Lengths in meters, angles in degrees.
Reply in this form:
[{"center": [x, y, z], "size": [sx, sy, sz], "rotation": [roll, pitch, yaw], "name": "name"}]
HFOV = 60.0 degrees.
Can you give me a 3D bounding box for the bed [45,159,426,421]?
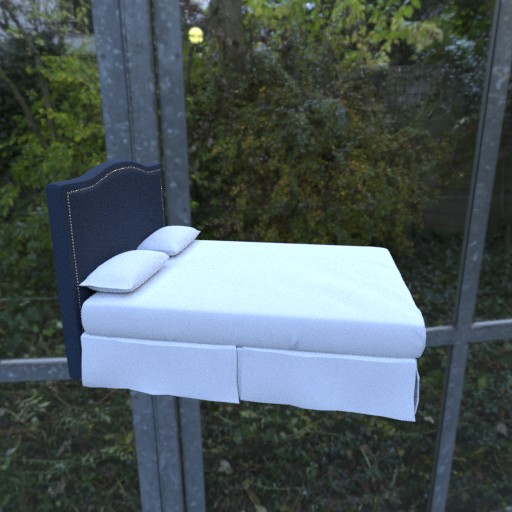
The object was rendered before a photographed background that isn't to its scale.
[{"center": [0.000, 0.000, 3.437], "size": [2.282, 1.436, 1.821], "rotation": [3, 16, 9], "name": "bed"}]
